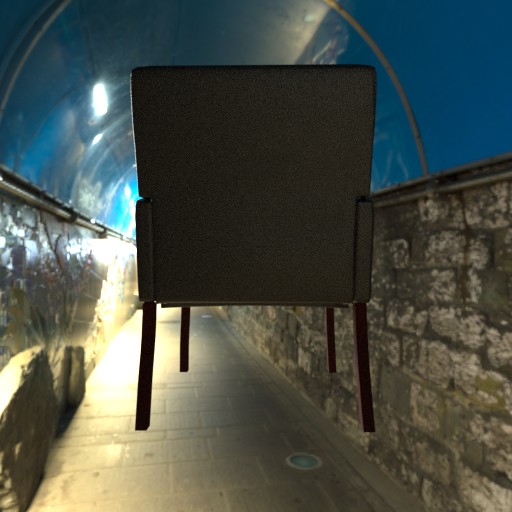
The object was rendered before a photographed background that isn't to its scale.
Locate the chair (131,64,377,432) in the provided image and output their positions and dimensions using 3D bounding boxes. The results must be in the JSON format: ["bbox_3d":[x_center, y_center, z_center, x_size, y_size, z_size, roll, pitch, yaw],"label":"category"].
[{"bbox_3d":[0.000,0.000,1.483,0.683,0.951,0.772,0,-1,1],"label":"chair"}]
